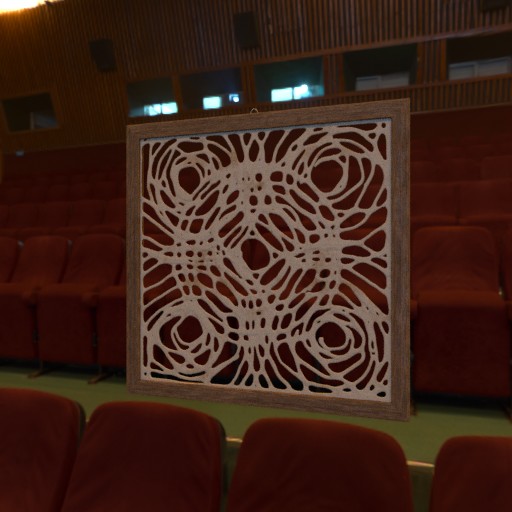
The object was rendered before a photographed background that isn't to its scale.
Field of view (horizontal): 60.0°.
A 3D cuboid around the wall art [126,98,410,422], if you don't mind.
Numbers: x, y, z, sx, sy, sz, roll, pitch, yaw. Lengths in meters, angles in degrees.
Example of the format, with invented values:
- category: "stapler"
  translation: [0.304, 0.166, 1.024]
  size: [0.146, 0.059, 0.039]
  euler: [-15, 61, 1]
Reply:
- category: "wall art"
  translation: [0.000, 0.000, 0.856]
  size: [0.561, 0.576, 0.021]
  euler: [0, 0, 17]
